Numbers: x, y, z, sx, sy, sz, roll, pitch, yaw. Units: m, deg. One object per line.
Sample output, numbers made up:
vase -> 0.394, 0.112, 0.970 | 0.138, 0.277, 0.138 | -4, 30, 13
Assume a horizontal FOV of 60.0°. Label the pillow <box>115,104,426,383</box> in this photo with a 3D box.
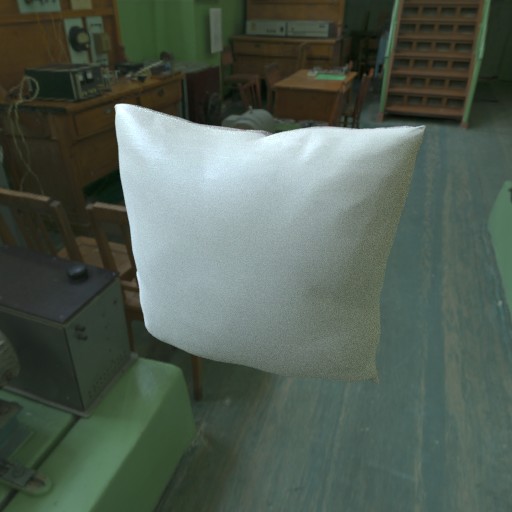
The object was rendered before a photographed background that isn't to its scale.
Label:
pillow -> 0.000, 0.000, 0.715 | 0.450, 0.448, 0.245 | 9, 32, 15
